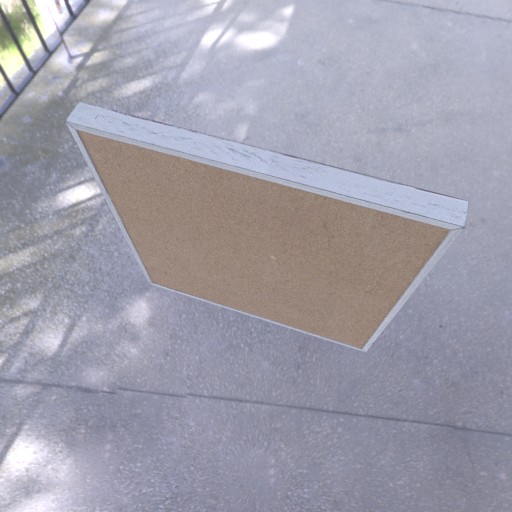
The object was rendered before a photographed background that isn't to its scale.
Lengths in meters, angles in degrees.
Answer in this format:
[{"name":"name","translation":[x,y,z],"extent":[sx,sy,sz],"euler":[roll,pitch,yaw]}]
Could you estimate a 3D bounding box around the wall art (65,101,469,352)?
[{"name":"wall art","translation":[0.000,0.000,0.768],"extent":[0.508,0.508,0.038],"euler":[16,63,9]}]
